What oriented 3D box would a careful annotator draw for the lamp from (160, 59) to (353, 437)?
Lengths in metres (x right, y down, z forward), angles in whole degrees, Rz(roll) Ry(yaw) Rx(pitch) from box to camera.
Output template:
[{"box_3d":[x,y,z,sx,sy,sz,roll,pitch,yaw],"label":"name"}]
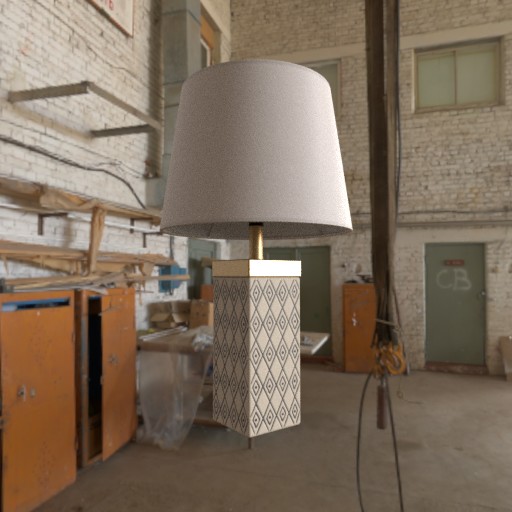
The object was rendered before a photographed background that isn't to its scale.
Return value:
[{"box_3d":[0.000,0.000,0.589,0.251,0.435,0.251,0,-2,0],"label":"lamp"}]
